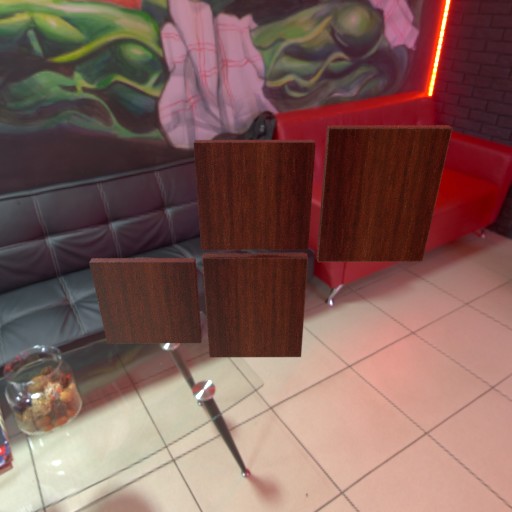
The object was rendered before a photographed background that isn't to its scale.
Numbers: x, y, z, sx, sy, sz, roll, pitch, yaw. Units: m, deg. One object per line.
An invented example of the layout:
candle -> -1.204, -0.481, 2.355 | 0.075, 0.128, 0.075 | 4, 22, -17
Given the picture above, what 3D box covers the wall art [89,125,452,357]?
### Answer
wall art -> 0.000, 0.000, 0.854 | 0.635, 0.497, 0.030 | 0, 31, 0
